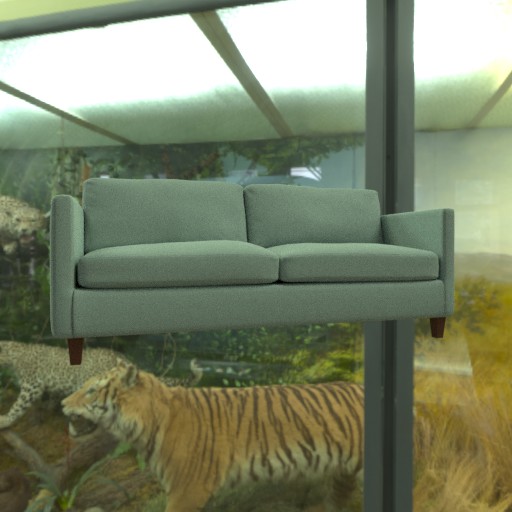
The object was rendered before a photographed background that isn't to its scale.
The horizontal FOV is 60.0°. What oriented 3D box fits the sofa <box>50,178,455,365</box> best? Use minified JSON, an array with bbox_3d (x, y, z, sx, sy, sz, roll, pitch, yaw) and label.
[{"bbox_3d":[0.000,0.000,2.704,2.208,0.965,0.951,0,1,-18],"label":"sofa"}]
